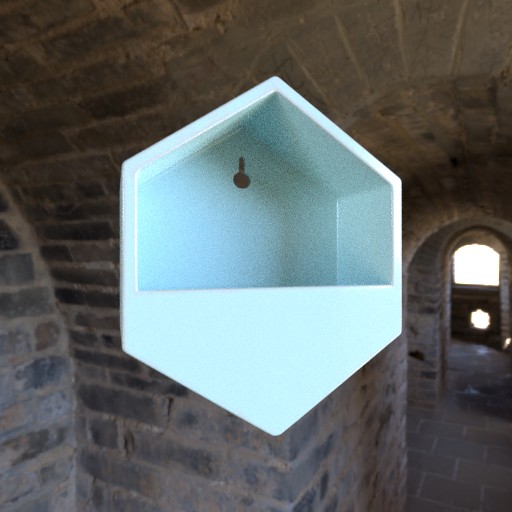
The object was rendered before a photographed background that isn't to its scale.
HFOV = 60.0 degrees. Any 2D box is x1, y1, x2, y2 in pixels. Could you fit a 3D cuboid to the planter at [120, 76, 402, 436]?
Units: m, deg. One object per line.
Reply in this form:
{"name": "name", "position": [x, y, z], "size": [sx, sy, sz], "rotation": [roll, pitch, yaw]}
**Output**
{"name": "planter", "position": [0.000, 0.000, 0.290], "size": [0.169, 0.207, 0.078], "rotation": [0, 0, -18]}
